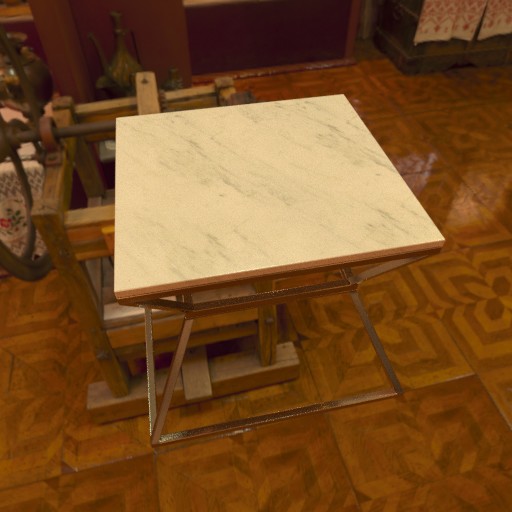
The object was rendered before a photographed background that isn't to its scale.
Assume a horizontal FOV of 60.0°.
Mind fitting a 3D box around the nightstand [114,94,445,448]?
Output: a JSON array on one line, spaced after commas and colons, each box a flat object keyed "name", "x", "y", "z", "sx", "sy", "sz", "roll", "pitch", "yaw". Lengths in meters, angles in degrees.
[{"name": "nightstand", "x": 0.000, "y": 0.000, "z": 0.897, "sx": 0.513, "sy": 0.426, "sz": 0.514, "roll": -9, "pitch": 48, "yaw": -8}]
